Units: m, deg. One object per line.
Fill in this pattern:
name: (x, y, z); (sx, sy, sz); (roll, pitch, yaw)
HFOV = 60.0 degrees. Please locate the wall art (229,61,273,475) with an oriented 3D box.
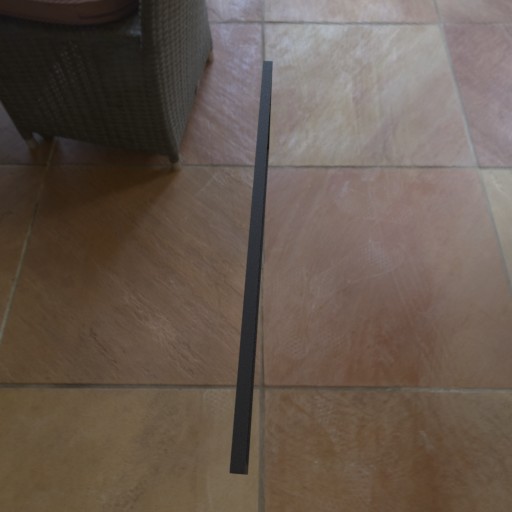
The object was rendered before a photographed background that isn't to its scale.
wall art: (0.000, 0.000, 1.776); (0.041, 0.554, 1.572); (3, 64, 2)
